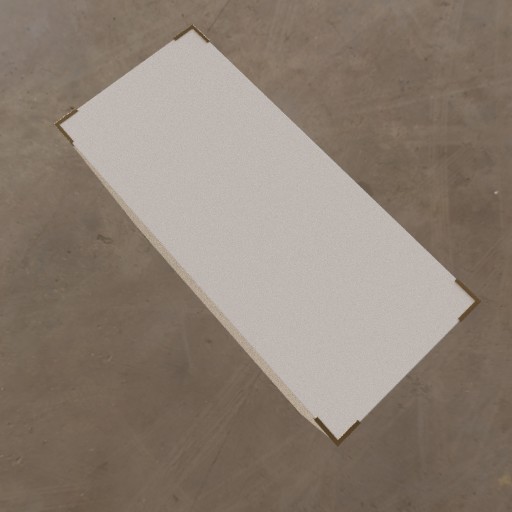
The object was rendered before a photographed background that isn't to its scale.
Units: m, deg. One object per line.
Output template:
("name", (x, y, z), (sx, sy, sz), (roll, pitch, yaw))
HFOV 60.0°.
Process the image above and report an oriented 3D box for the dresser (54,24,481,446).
("dresser", (0.000, 0.000, 1.495), (0.460, 0.891, 1.022), (-41, 79, -10))
